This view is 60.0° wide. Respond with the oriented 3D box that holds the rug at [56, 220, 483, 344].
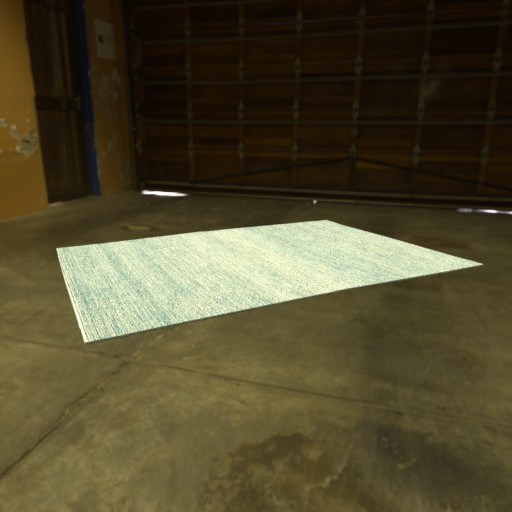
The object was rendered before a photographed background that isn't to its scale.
[{"bbox_3d":[0.000,0.000,2.891,2.306,0.030,1.613,-8,17,-26],"label":"rug"}]
